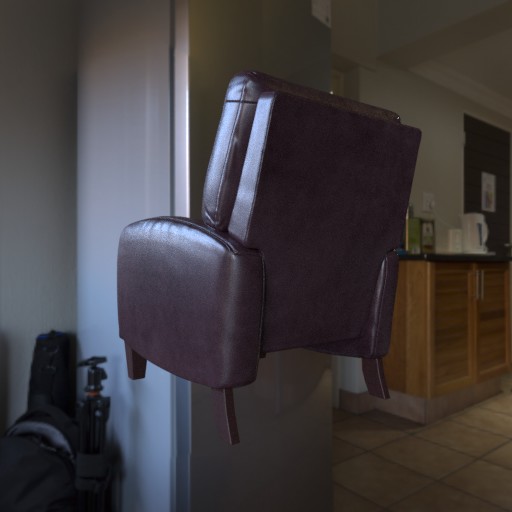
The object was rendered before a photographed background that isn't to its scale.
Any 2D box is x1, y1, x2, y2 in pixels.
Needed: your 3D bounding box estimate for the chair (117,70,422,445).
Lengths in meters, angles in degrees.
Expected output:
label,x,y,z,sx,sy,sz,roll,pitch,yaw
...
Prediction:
label,x,y,z,sx,sy,sz,roll,pitch,yaw
chair,0.000,0.000,1.633,0.762,0.990,0.990,0,0,-35
